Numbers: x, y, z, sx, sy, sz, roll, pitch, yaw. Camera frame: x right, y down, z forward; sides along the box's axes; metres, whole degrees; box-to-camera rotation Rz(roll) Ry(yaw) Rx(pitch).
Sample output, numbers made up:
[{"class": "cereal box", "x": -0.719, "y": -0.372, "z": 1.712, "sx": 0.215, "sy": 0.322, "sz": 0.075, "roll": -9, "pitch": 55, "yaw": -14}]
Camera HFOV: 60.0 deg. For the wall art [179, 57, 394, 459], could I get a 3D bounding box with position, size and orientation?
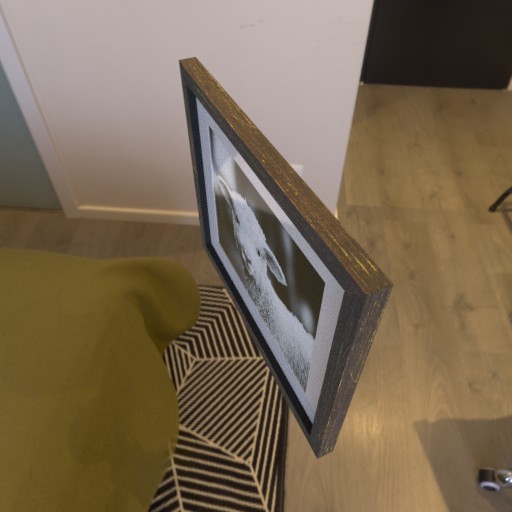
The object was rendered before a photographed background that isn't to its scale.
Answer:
[{"class": "wall art", "x": 0.000, "y": 0.000, "z": 0.762, "sx": 0.032, "sy": 0.457, "sz": 0.558, "roll": -19, "pitch": 50, "yaw": -17}]
